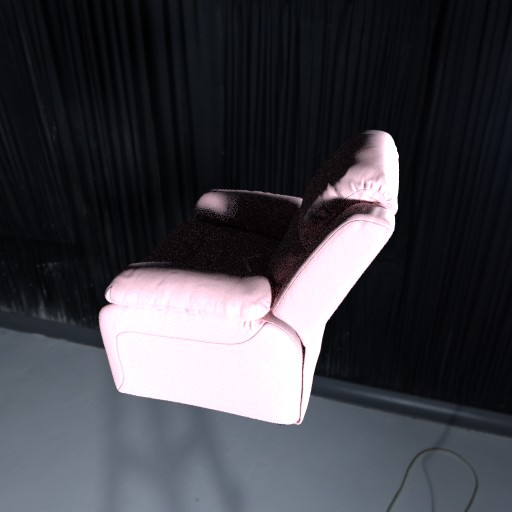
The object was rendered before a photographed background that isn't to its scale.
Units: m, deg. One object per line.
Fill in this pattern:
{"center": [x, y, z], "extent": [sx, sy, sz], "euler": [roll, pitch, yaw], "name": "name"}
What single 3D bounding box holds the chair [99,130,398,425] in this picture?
{"center": [0.000, 0.000, 1.276], "extent": [0.709, 0.702, 0.680], "euler": [8, 30, 14], "name": "chair"}
